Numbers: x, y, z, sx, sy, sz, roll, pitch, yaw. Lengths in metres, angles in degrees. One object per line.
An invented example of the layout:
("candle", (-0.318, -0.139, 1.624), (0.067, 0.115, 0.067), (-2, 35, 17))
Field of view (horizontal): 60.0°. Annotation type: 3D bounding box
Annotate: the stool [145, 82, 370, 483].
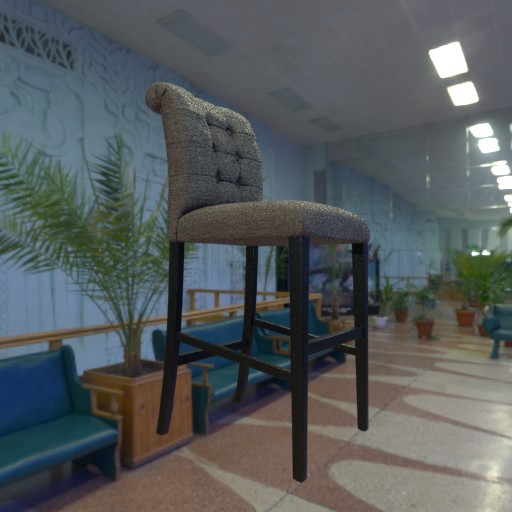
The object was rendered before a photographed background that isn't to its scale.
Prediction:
("stool", (0.000, 0.000, 1.444), (0.613, 1.131, 0.452), (-1, -1, 36))
